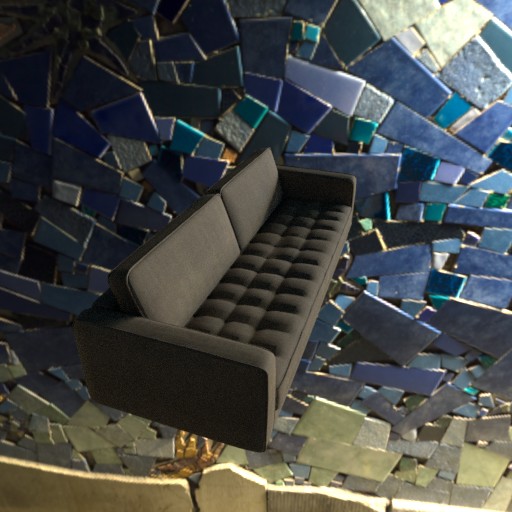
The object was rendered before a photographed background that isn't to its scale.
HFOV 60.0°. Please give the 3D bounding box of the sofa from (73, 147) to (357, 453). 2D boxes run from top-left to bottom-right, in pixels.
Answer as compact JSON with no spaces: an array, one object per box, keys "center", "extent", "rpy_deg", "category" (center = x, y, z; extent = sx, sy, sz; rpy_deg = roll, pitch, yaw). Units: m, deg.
[{"center":[0.000,0.000,2.781],"extent":[0.923,0.813,2.295],"rpy_deg":[10,32,17],"category":"sofa"}]
